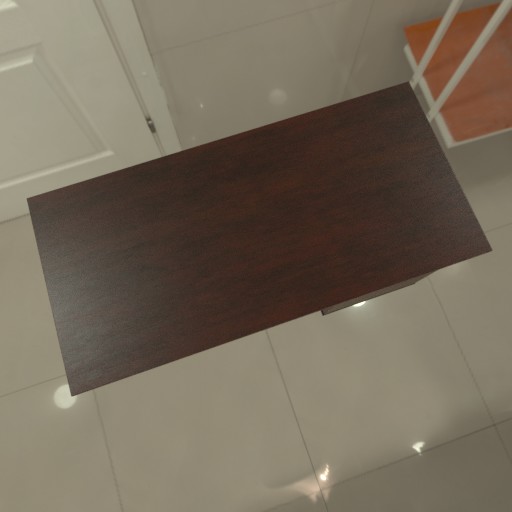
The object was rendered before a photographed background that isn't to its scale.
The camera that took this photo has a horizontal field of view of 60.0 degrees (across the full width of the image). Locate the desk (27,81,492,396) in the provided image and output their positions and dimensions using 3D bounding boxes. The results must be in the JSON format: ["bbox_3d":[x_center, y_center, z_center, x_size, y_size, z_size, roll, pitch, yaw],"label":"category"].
[{"bbox_3d":[0.000,0.000,1.702,1.277,0.758,0.612,-18,76,-5],"label":"desk"}]
